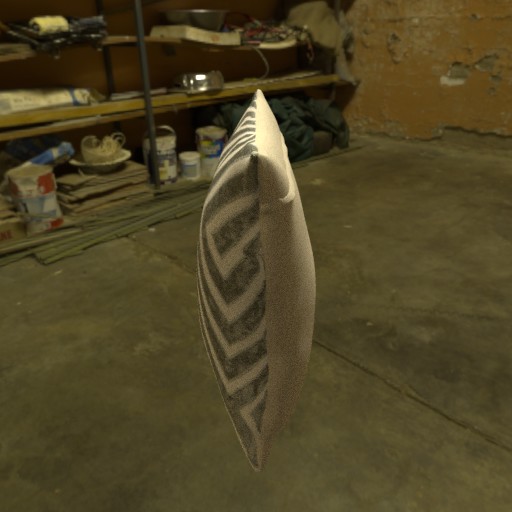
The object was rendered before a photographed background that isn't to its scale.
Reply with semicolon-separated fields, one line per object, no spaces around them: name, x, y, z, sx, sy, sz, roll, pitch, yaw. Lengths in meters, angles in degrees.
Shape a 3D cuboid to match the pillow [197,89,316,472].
pillow;0.000;0.000;0.685;0.182;0.441;0.440;0;27;1
